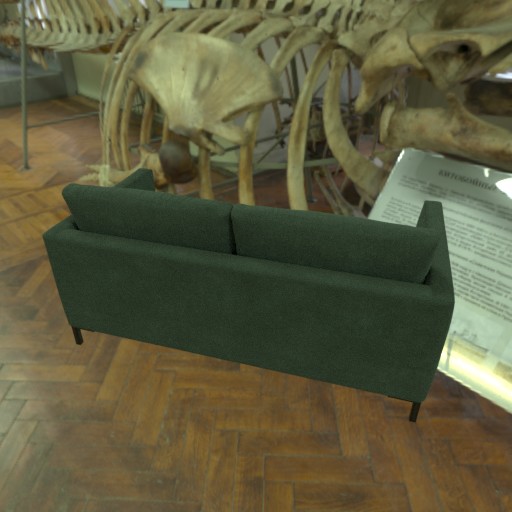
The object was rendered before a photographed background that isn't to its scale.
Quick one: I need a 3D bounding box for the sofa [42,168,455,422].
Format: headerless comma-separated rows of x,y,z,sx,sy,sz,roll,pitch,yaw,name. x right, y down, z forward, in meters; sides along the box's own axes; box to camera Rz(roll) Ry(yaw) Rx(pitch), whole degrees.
0.000,0.000,2.134,1.676,0.817,0.875,9,32,14,sofa
